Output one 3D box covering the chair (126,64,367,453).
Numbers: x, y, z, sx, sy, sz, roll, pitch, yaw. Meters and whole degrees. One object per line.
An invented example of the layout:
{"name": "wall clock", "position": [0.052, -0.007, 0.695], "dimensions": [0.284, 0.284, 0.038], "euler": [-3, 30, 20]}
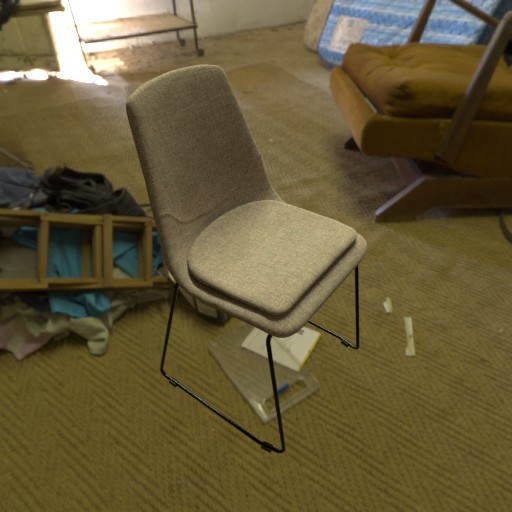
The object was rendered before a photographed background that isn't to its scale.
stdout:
{"name": "chair", "position": [0.000, 0.000, 1.180], "dimensions": [0.518, 0.858, 0.479], "euler": [25, 46, 28]}
